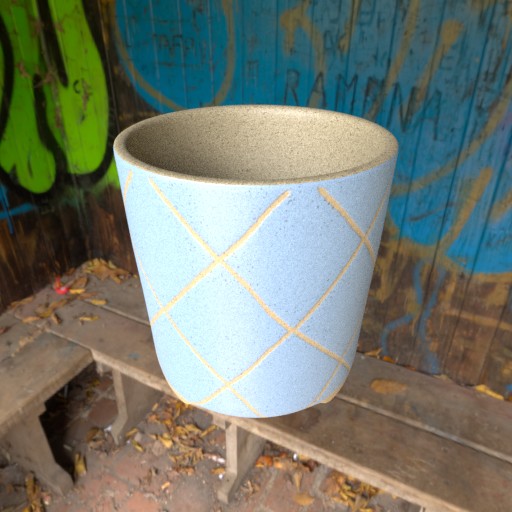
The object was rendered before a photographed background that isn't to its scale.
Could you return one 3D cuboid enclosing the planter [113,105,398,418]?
[{"bbox_3d":[0.000,0.000,0.425,0.227,0.235,0.227,0,30,0],"label":"planter"}]
